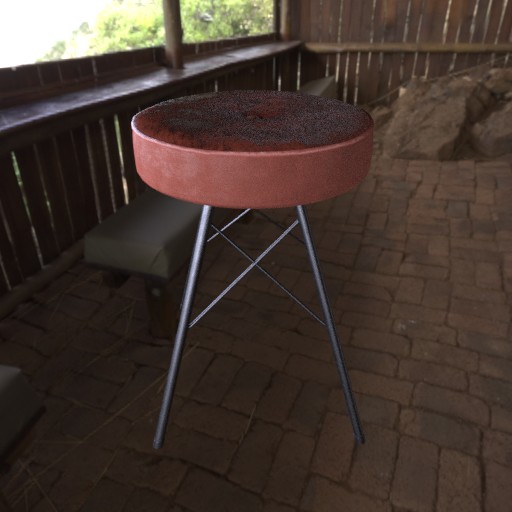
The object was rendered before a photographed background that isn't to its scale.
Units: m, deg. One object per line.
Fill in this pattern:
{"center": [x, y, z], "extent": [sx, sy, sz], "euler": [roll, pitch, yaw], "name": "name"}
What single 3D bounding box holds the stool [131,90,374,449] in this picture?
{"center": [0.000, 0.000, 0.907], "extent": [0.421, 0.593, 0.457], "euler": [-1, 31, -1], "name": "stool"}
